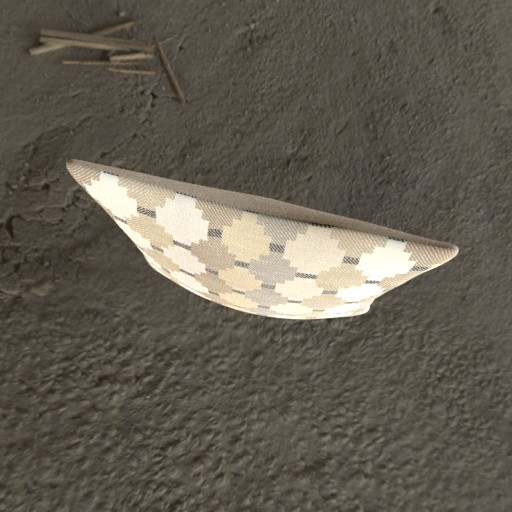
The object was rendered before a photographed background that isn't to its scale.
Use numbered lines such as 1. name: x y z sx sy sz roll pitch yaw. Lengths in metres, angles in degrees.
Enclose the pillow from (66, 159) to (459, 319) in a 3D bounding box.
1. pillow: 0.000 0.000 0.873 0.578 0.558 0.192 12 75 3
